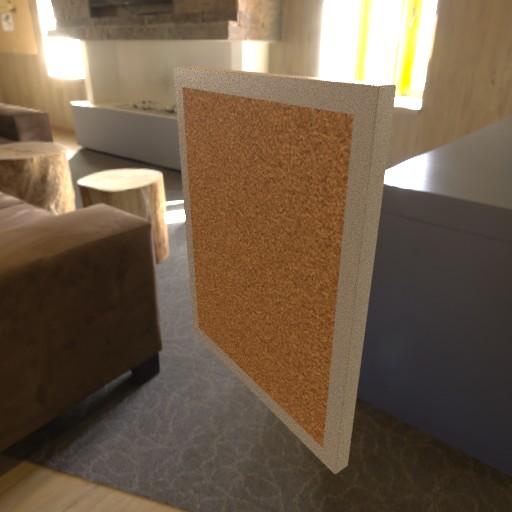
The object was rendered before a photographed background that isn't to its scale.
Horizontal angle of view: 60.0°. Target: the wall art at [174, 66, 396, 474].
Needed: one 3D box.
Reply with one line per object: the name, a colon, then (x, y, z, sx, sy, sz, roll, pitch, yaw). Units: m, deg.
wall art: (0.000, 0.000, 0.728, 0.028, 0.556, 0.454, -17, 31, -32)
